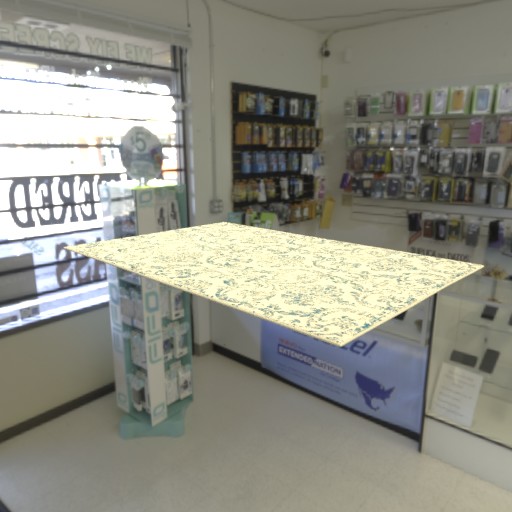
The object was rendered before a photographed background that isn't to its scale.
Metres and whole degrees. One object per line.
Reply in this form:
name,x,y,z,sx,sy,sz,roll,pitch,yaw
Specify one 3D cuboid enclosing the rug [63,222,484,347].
rug,0.000,0.000,3.432,2.746,0.018,1.819,13,19,42
